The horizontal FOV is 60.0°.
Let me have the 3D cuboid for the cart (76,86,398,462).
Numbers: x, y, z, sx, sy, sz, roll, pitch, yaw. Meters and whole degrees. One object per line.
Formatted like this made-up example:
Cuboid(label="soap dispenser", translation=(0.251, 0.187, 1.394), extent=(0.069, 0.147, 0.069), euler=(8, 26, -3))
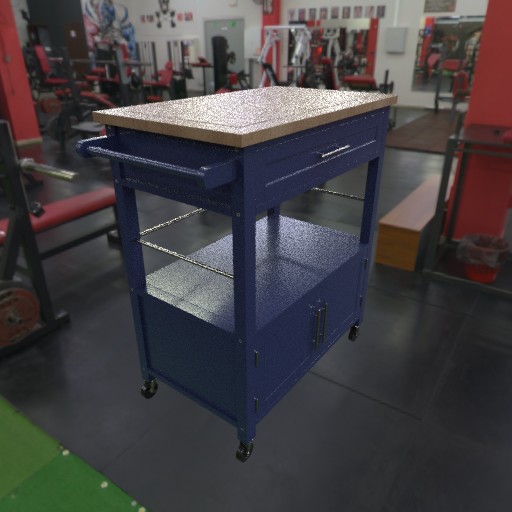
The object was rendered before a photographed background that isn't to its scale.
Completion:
Cuboid(label="cart", translation=(0.000, 0.000, 1.376), extent=(0.459, 0.901, 0.840), euler=(19, 32, 33))
